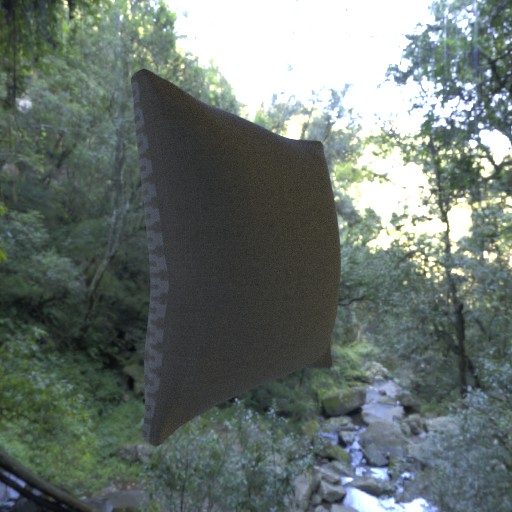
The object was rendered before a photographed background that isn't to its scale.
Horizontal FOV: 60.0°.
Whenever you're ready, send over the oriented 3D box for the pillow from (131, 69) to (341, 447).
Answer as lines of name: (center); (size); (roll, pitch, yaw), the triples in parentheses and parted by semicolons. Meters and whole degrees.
pillow: (0.000, 0.000, 0.770); (0.219, 0.491, 0.496); (1, 1, 36)
